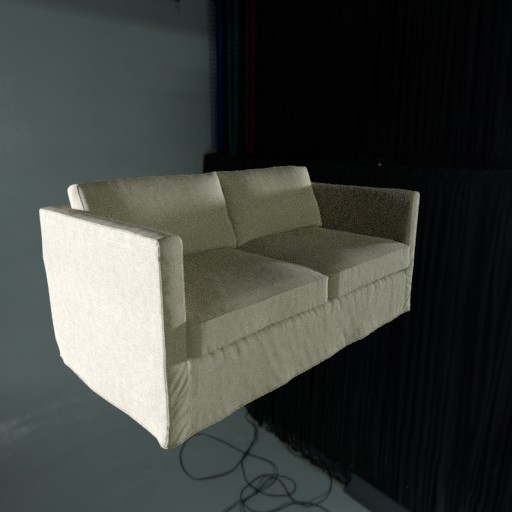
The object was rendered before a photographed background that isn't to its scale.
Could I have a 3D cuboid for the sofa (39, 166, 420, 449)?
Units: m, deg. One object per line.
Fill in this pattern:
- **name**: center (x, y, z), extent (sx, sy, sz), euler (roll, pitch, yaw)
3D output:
- **sofa**: center (0.000, 0.000, 2.261), extent (0.956, 0.828, 1.766), euler (14, 20, 42)
